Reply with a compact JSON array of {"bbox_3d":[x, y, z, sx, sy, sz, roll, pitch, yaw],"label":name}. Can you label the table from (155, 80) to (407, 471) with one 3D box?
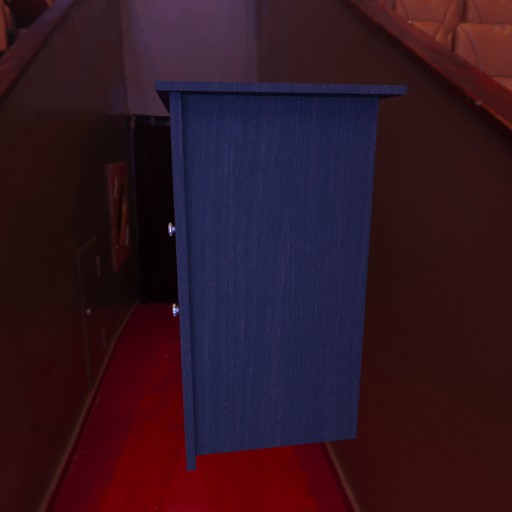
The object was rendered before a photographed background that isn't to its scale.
[{"bbox_3d":[0.000,0.000,1.064,0.406,0.711,0.591,-2,15,-9],"label":"table"}]
